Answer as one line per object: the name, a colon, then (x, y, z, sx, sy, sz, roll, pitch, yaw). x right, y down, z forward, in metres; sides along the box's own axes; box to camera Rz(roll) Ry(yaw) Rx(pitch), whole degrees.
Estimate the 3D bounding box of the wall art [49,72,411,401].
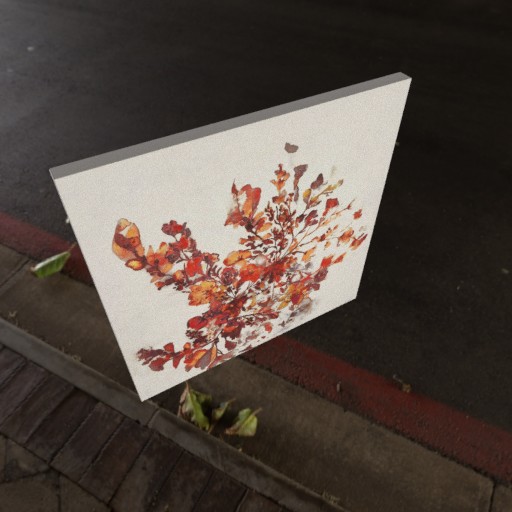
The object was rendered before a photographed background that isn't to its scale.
wall art: (0.000, 0.000, 1.483, 1.009, 1.009, 0.049, -22, 50, -20)
